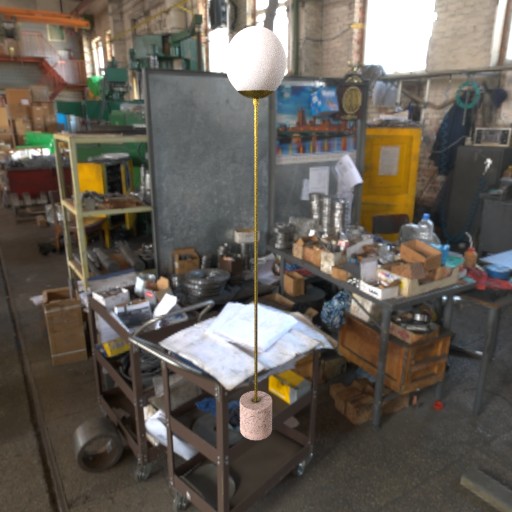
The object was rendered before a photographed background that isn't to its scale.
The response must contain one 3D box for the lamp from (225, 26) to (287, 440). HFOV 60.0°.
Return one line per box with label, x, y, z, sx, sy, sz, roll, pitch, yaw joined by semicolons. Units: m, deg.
lamp;0.000;0.000;1.873;0.229;1.748;0.229;8;19;24
